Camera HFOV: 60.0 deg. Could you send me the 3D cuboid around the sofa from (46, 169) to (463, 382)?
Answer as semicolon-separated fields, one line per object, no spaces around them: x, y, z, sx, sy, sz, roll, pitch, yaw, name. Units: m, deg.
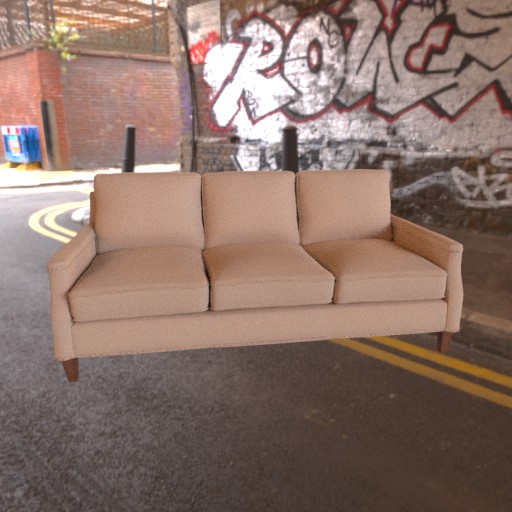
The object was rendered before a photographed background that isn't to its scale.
0.000;0.000;2.807;2.246;1.003;1.084;-2;16;-8;sofa
